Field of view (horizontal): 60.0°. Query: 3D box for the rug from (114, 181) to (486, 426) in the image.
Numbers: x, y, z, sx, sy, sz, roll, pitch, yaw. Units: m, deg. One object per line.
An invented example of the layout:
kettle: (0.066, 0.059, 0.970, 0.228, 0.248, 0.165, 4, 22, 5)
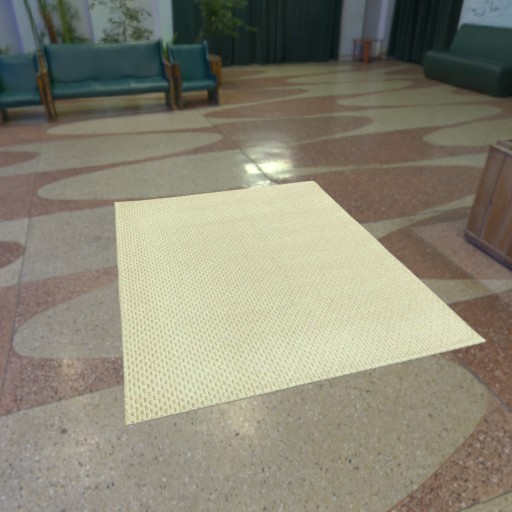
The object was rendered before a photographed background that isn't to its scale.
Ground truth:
rug: (0.000, 0.000, 3.782, 2.277, 0.035, 2.897, -9, 32, -14)
